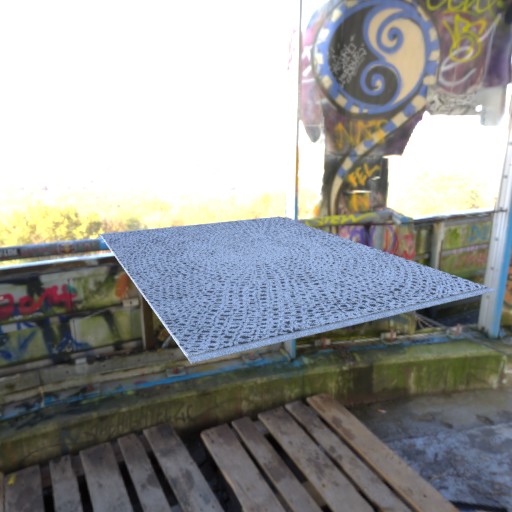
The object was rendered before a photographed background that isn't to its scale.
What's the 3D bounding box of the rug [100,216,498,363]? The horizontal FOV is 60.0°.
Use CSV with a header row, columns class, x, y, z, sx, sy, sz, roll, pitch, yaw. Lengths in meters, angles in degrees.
class,x,y,z,sx,sy,sz,roll,pitch,yaw
rug,0.000,0.000,2.092,1.190,0.003,1.634,-8,18,-26
